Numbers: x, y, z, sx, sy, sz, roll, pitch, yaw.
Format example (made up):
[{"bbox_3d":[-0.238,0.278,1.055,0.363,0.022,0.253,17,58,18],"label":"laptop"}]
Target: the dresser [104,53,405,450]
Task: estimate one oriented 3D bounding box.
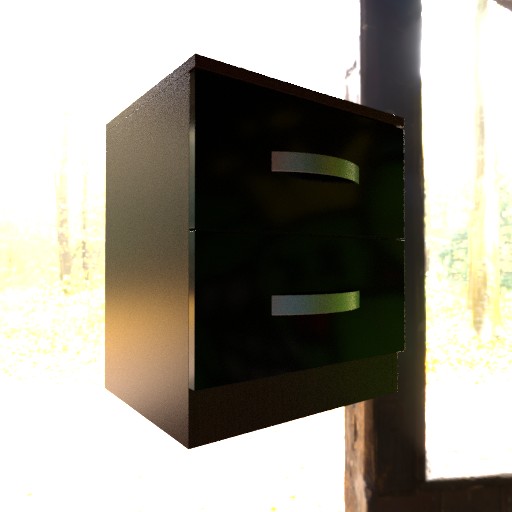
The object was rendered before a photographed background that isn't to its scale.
[{"bbox_3d":[0.000,0.000,0.758,0.400,0.470,0.360,1,-1,-36],"label":"dresser"}]
